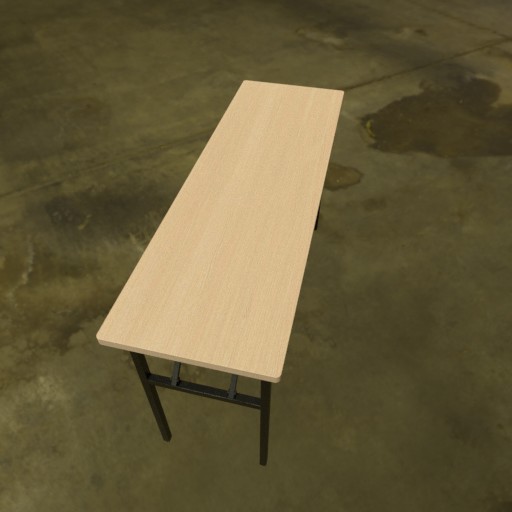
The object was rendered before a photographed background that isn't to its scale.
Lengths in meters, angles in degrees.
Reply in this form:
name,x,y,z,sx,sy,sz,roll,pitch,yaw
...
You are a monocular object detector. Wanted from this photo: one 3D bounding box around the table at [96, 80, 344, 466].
name,x,y,z,sx,sy,sz,roll,pitch,yaw
table,0.000,0.000,1.749,0.447,0.750,1.397,10,47,9
